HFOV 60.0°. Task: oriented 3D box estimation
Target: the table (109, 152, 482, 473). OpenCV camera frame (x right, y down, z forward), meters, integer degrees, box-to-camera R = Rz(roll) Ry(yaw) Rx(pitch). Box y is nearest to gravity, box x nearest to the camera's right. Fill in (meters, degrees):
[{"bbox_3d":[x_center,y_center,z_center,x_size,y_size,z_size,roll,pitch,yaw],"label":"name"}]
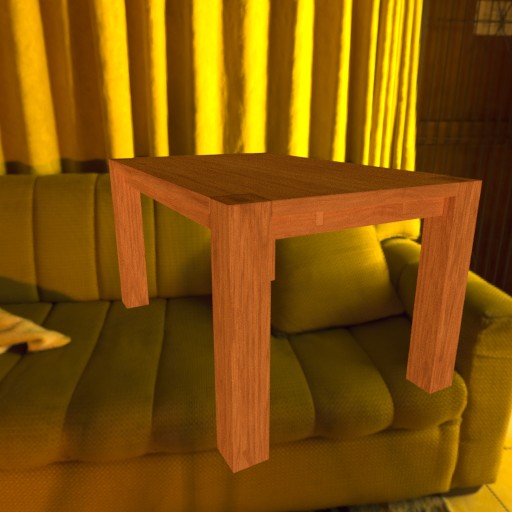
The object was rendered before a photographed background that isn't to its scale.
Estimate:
[{"bbox_3d":[0.000,0.000,1.919,0.900,0.760,1.400,-9,19,-27],"label":"table"}]
